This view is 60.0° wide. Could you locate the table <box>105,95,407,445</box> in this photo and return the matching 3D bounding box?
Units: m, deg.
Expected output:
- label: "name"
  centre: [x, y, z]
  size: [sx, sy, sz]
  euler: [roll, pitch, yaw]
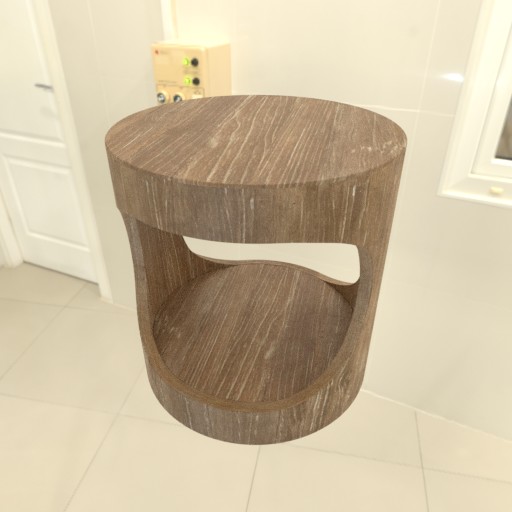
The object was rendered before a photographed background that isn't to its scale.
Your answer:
- label: "table"
  centre: [0.000, 0.000, 0.949]
  size: [0.527, 0.551, 0.527]
  euler: [0, 32, 0]
